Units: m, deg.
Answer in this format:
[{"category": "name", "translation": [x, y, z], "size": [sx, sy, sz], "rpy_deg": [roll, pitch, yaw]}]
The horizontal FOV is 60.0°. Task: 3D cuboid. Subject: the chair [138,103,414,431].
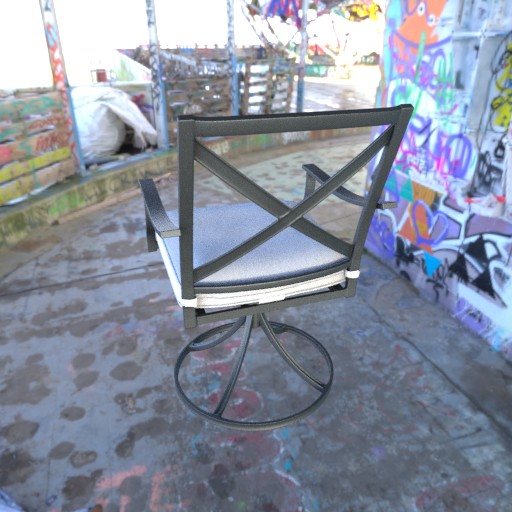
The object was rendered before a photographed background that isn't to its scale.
[{"category": "chair", "translation": [0.000, 0.000, 1.283], "size": [0.575, 0.889, 0.620], "rpy_deg": [-9, 28, -17]}]
